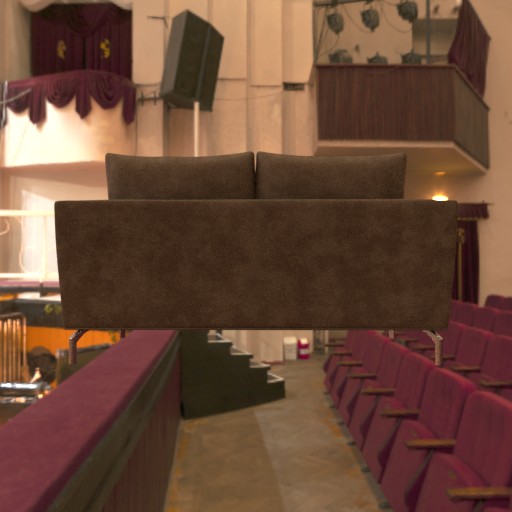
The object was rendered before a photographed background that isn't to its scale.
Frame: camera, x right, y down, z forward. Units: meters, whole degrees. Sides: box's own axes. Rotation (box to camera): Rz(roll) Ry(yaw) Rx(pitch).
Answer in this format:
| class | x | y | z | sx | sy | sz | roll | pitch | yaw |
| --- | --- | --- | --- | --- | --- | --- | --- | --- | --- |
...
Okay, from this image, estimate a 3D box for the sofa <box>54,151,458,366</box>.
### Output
| class | x | y | z | sx | sy | sz | roll | pitch | yaw |
| --- | --- | --- | --- | --- | --- | --- | --- | --- | --- |
| sofa | 0.000 | 0.000 | 2.399 | 1.832 | 1.013 | 0.855 | 0 | -1 | 1 |
